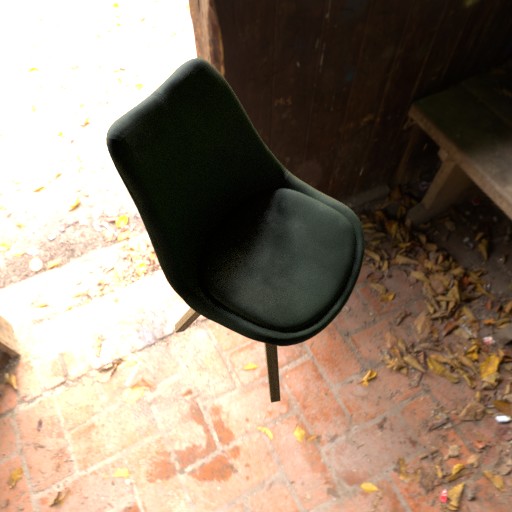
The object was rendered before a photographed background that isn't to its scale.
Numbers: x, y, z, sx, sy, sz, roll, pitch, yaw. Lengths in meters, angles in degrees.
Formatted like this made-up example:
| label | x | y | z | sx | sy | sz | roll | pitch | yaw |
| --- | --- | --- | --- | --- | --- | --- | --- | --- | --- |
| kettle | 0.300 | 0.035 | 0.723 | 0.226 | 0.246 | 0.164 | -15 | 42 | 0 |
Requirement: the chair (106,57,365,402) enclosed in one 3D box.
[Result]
| label | x | y | z | sx | sy | sz | roll | pitch | yaw |
| --- | --- | --- | --- | --- | --- | --- | --- | --- | --- |
| chair | 0.000 | 0.000 | 1.217 | 0.547 | 0.865 | 0.483 | 30 | 64 | 16 |
